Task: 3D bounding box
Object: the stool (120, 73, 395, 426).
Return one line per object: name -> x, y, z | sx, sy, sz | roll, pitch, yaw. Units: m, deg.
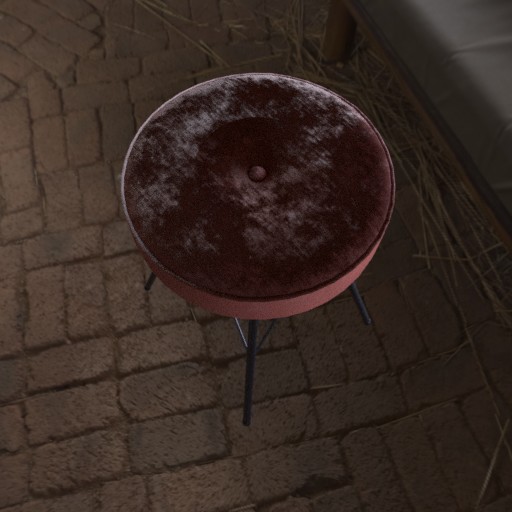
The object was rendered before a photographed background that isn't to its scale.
stool -> 0.000, 0.000, 0.911 | 0.421, 0.593, 0.457 | -36, 70, -15
